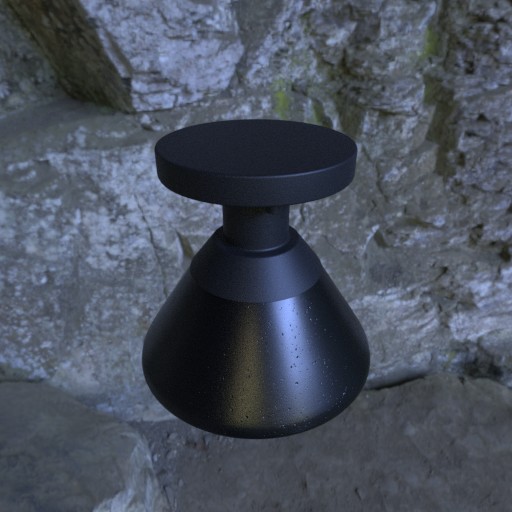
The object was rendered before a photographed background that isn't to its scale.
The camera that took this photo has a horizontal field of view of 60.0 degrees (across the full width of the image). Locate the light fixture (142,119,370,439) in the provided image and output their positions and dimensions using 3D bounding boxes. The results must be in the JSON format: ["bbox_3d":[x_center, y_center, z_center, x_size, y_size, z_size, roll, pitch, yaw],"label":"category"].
[{"bbox_3d":[0.000,0.000,0.354,0.200,0.183,0.200,0,30,0],"label":"light fixture"}]
